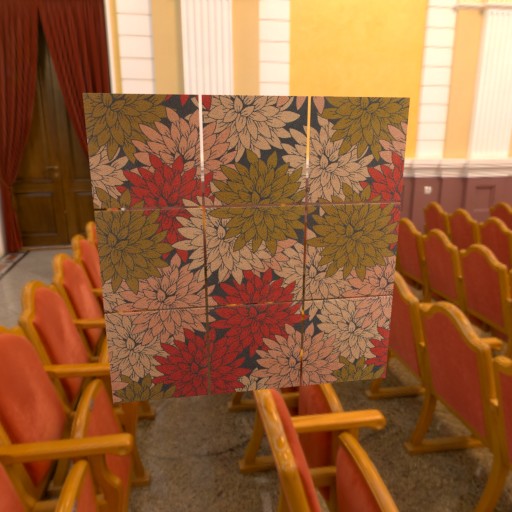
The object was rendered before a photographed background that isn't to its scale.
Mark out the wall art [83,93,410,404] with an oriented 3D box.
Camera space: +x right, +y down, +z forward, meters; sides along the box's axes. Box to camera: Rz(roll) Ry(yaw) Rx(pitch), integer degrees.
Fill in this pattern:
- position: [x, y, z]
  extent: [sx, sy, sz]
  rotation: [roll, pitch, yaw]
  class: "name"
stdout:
- position: [0.000, 0.000, 1.784]
  extent: [1.206, 1.218, 0.013]
  rotation: [-3, 16, -9]
  class: "wall art"
